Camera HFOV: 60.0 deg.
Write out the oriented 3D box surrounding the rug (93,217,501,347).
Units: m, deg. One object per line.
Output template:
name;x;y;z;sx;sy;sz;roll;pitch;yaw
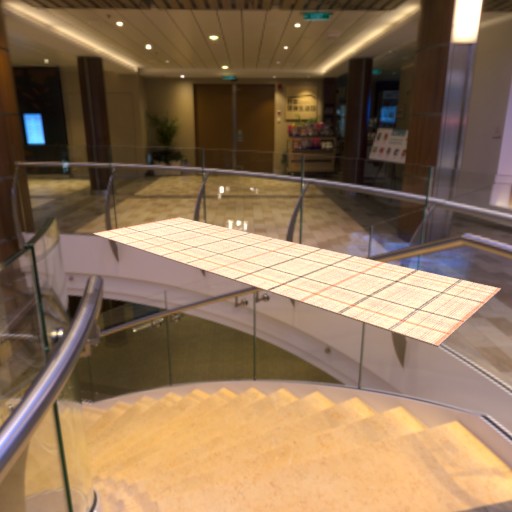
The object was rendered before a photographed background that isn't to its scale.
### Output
rug;0.000;0.000;2.613;2.439;0.008;0.762;15;22;41
